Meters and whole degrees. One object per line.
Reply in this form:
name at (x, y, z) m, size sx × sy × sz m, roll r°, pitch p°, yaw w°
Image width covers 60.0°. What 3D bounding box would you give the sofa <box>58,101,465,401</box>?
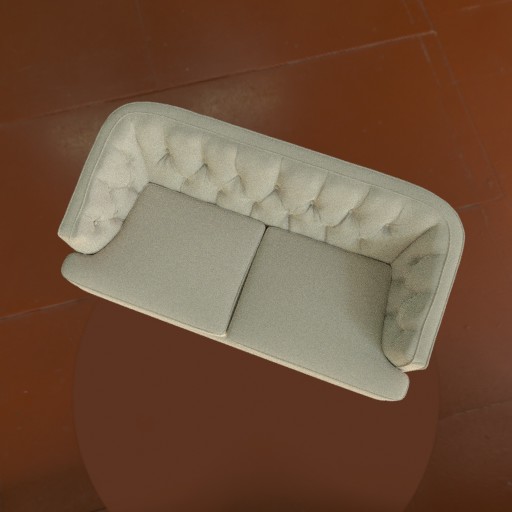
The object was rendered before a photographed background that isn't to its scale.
sofa at (0.000, 0.000, 2.248) m, size 1.733 × 0.855 × 0.941 m, roll 19°, pitch 76°, yaw 5°
